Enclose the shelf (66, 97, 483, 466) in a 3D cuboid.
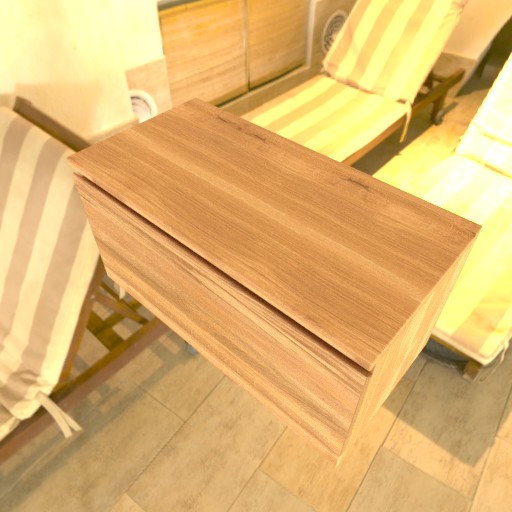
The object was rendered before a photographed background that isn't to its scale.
[{"bbox_3d":[0.000,0.000,1.065,0.800,0.400,0.400,32,53,28],"label":"shelf"}]
